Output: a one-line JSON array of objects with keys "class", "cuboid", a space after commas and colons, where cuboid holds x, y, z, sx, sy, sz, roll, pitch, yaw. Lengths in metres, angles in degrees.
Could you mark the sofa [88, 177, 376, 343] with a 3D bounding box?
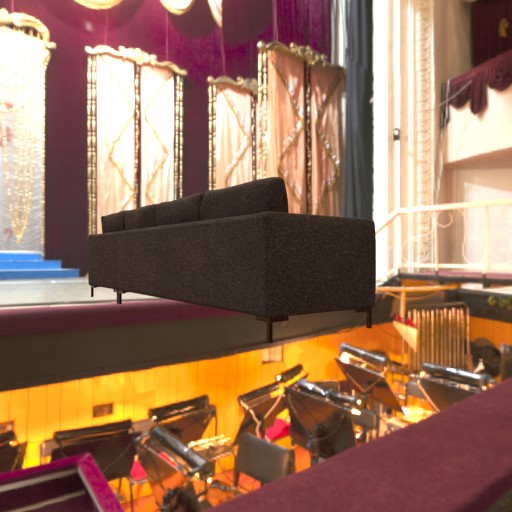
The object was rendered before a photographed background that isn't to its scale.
[{"class": "sofa", "cuboid": [0.000, 0.000, 3.808, 2.007, 0.815, 2.949, 0, 0, -36]}]
